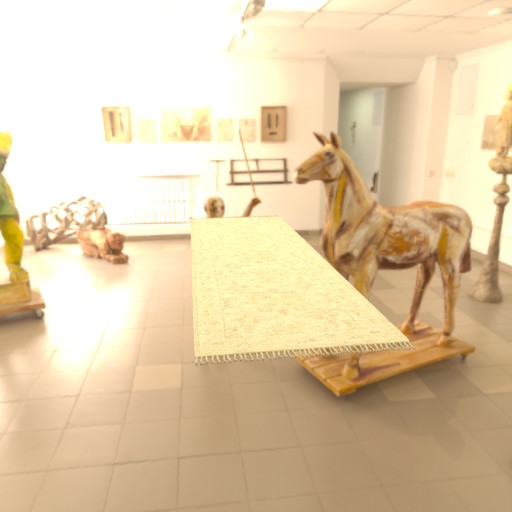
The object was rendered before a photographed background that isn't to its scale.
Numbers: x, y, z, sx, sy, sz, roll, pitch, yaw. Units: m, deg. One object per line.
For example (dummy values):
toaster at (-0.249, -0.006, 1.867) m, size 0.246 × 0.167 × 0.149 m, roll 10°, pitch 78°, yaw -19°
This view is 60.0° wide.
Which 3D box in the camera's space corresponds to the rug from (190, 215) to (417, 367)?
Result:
rug at (0.000, 0.000, 2.746) m, size 0.795 × 0.015 × 2.544 m, roll -2°, pitch 16°, yaw -8°
